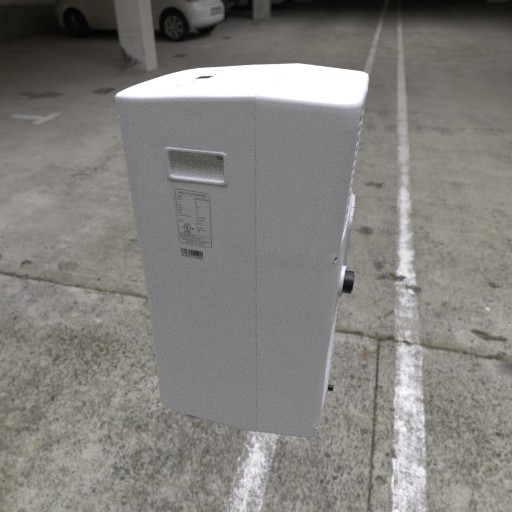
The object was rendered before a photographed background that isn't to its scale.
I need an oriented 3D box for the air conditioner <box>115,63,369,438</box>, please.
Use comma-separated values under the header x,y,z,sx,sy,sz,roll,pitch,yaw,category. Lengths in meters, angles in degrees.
x,y,z,sx,sy,sz,roll,pitch,yaw,category
0.000,0.000,0.791,0.349,0.606,0.304,7,31,13,air conditioner
